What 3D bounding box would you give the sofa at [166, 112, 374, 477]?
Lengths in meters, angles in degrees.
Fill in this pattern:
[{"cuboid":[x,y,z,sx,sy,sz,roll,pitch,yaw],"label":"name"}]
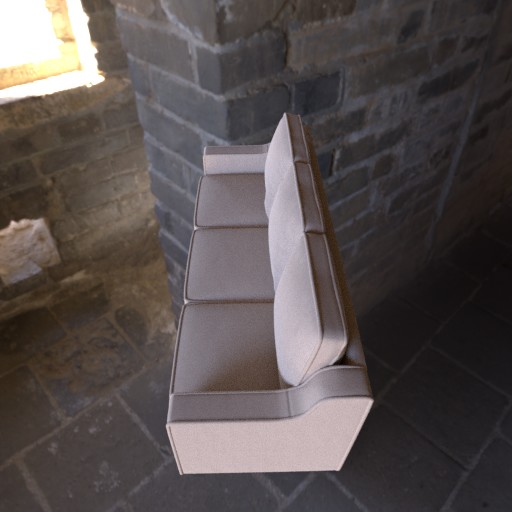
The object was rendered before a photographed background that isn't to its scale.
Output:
[{"cuboid":[0.000,0.000,2.514,0.791,0.902,2.131,-1,42,-1],"label":"sofa"}]
